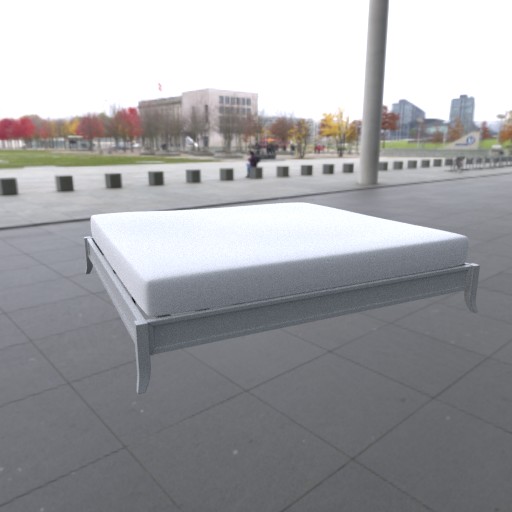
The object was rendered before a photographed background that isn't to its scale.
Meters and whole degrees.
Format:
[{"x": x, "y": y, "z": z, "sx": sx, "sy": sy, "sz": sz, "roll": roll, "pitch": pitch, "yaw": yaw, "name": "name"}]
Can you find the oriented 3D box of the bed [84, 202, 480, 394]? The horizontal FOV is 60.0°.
[{"x": 0.000, "y": 0.000, "z": 3.129, "sx": 2.108, "sy": 0.510, "sz": 2.007, "roll": -7, "pitch": 16, "yaw": -26, "name": "bed"}]
